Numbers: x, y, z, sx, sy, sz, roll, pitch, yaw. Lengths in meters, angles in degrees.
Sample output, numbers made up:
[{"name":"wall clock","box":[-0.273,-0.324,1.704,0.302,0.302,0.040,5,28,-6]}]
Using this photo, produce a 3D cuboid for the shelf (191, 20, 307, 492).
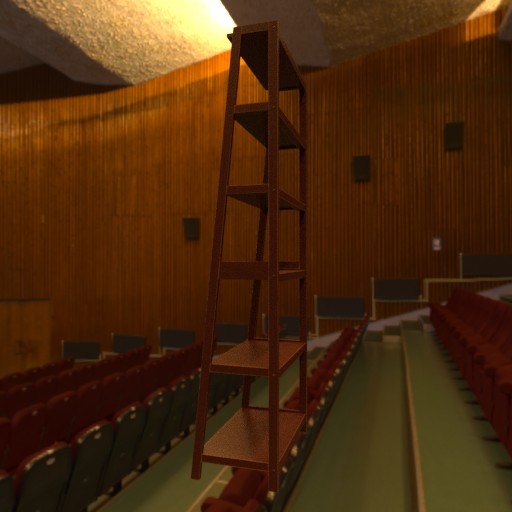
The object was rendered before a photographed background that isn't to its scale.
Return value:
[{"name":"shelf","box":[0.000,0.000,2.142,0.381,1.892,0.660,0,0,17]}]
